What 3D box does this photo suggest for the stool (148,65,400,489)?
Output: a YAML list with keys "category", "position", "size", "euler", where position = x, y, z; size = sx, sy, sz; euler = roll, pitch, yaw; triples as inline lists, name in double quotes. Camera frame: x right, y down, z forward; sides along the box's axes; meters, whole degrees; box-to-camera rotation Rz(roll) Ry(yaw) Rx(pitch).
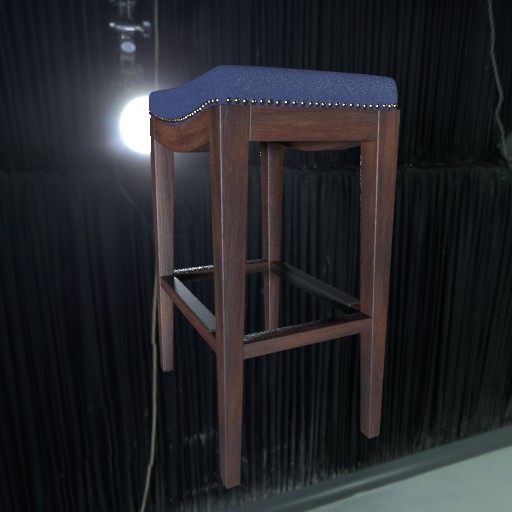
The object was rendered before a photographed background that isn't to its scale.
- category: "stool"
  position: [0.000, 0.000, 1.012]
  size: [0.358, 0.740, 0.498]
  euler: [-7, 17, -25]
